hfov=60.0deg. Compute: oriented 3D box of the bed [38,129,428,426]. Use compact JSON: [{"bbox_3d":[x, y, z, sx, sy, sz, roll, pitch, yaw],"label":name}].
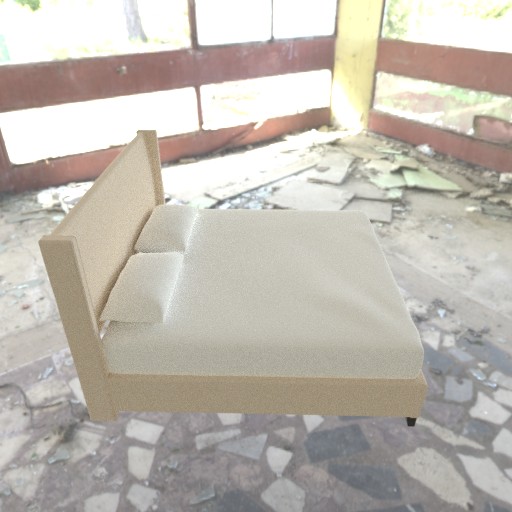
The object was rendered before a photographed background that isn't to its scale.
[{"bbox_3d":[0.000,0.000,3.638,2.293,1.471,2.145,1,32,1],"label":"bed"}]
